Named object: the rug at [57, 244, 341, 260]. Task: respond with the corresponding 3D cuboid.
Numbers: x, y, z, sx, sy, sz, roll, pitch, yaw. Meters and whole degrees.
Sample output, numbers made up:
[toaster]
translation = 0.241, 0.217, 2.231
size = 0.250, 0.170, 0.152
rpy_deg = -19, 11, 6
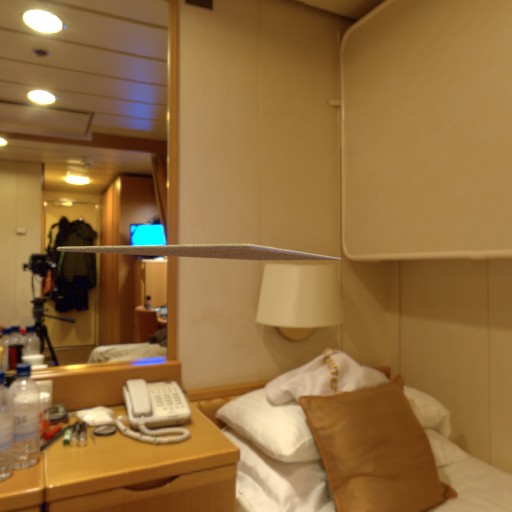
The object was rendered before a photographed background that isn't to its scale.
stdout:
[rug]
translation = 0.000, 0.000, 2.449
size = 0.678, 0.014, 2.276
rpy_deg = 0, -1, 17
